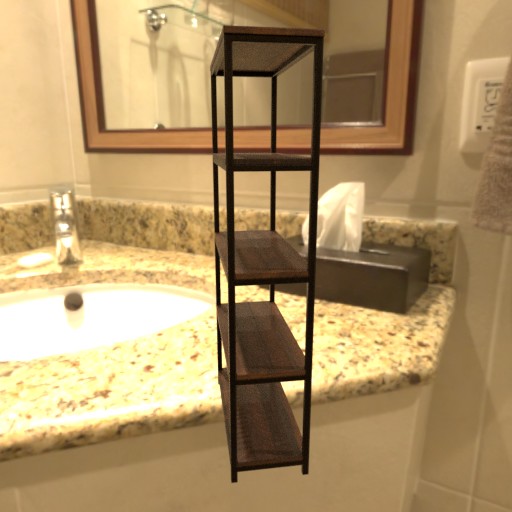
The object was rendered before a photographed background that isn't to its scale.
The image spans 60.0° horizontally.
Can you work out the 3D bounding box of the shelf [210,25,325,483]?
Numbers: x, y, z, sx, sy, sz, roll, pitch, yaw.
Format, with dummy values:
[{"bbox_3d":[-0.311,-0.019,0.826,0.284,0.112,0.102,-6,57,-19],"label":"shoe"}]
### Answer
[{"bbox_3d":[0.000,0.000,2.188,0.359,1.860,0.874,-2,15,-8],"label":"shelf"}]
